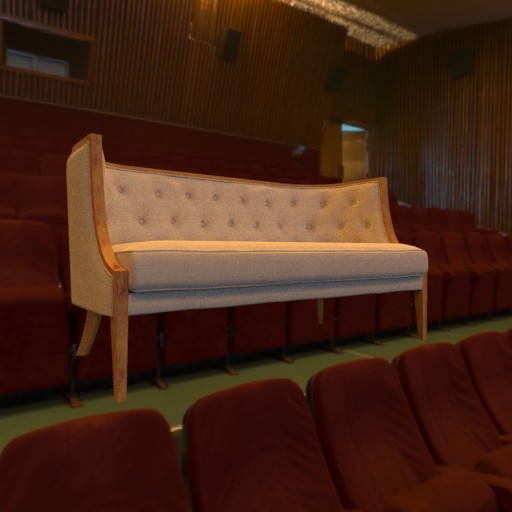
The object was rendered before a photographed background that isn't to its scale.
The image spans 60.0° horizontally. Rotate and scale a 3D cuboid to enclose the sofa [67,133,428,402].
[{"bbox_3d":[0.000,0.000,1.901,1.474,0.775,0.770,-1,1,-36],"label":"sofa"}]
